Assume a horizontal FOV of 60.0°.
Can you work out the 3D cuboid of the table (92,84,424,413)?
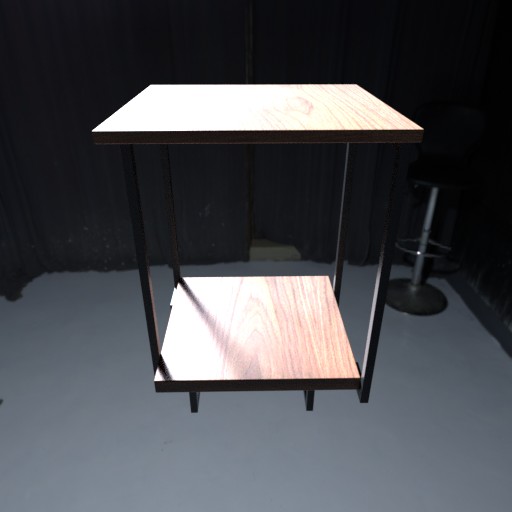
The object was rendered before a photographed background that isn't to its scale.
[{"bbox_3d":[0.000,0.000,0.851,0.411,0.567,0.384,-1,29,-1],"label":"table"}]
